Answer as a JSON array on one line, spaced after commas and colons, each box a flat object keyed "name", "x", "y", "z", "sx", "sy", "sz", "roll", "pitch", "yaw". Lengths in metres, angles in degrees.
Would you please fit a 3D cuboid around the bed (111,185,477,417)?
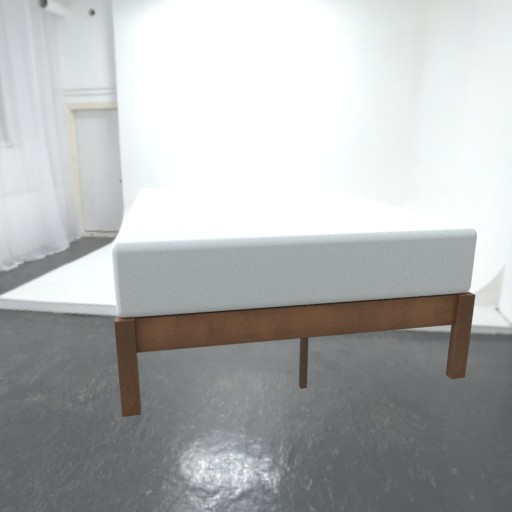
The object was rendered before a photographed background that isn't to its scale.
[{"name": "bed", "x": 0.000, "y": 0.000, "z": 2.519, "sx": 1.348, "sy": 0.616, "sz": 1.927, "roll": -3, "pitch": 14, "yaw": -11}]
